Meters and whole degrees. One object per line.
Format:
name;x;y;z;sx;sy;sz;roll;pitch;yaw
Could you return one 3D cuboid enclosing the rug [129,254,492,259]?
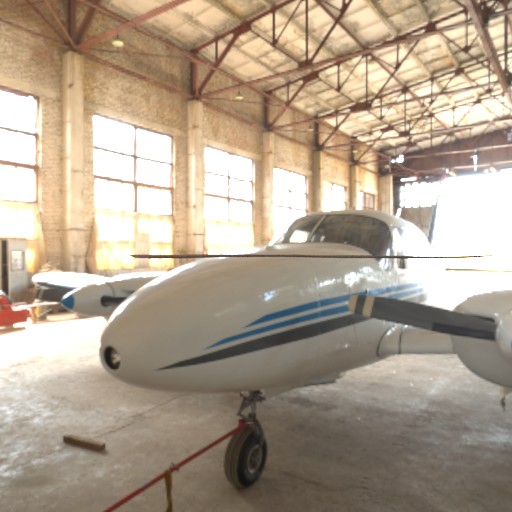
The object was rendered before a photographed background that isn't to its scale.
rug;0.000;0.000;2.292;1.220;0.017;1.835;0;0;-18
